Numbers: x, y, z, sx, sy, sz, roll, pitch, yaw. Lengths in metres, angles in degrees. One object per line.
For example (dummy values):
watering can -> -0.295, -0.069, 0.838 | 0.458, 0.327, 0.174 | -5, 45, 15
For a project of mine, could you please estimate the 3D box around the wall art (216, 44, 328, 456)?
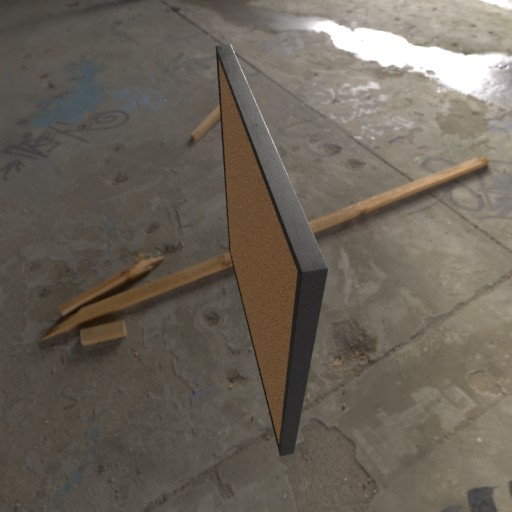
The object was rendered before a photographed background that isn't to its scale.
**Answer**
wall art -> 0.000, 0.000, 1.150 | 0.039, 0.763, 0.763 | -9, 49, -8
